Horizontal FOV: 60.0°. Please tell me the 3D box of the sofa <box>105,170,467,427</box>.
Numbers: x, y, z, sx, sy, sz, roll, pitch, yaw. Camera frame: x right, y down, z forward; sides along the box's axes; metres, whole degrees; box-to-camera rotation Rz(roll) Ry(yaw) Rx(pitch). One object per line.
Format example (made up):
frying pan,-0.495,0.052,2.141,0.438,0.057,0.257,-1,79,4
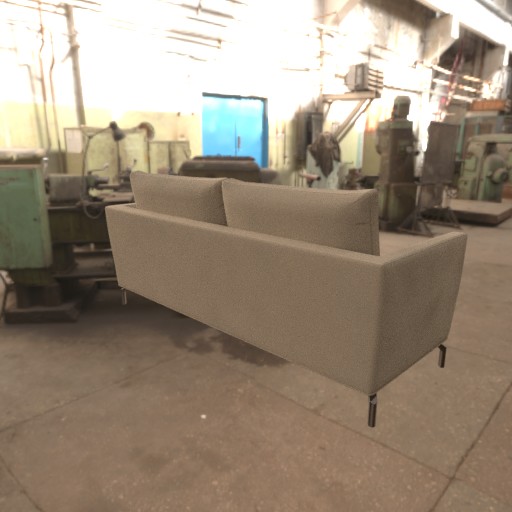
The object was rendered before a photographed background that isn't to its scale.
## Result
sofa,0.000,0.000,2.764,2.214,1.005,0.868,14,20,43
